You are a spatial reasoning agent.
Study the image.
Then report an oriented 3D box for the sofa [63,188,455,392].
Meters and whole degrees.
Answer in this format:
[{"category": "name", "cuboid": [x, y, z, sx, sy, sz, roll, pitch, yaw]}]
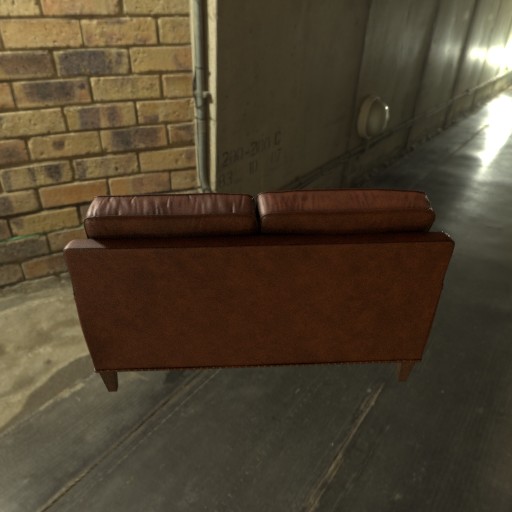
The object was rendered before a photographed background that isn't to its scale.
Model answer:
[{"category": "sofa", "cuboid": [0.000, 0.000, 2.315, 1.628, 1.003, 1.083, -1, 30, -2]}]
